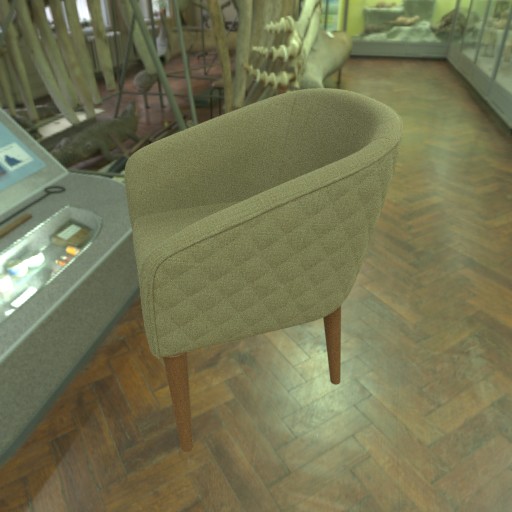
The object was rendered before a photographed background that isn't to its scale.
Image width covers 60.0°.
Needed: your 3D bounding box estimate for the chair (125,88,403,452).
[{"bbox_3d":[0.000,0.000,1.182,0.616,0.775,0.584,-9,33,-14],"label":"chair"}]
